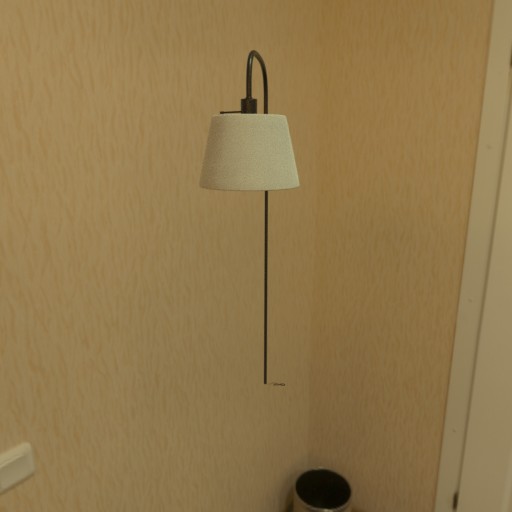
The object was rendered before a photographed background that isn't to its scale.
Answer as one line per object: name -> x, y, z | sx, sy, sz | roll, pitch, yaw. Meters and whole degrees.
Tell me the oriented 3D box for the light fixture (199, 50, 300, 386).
light fixture -> 0.000, 0.000, 0.468 | 0.092, 0.399, 0.176 | 2, 15, 8
